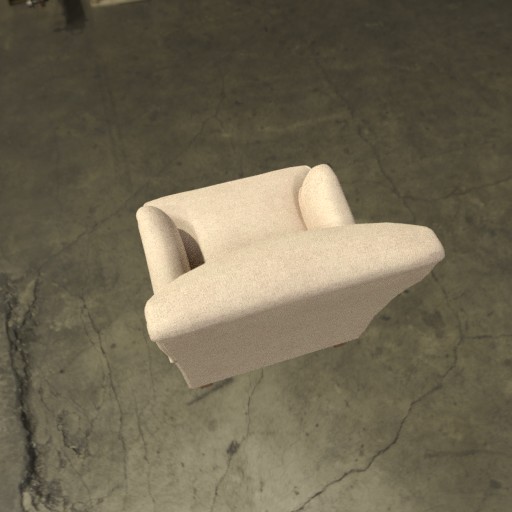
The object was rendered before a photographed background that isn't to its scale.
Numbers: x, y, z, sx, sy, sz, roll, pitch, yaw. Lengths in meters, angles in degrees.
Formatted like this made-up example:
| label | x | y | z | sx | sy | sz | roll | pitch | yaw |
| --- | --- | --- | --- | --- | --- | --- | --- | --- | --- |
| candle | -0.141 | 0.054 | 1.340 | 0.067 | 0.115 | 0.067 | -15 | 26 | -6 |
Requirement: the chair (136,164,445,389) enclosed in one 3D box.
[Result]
| label | x | y | z | sx | sy | sz | roll | pitch | yaw |
| --- | --- | --- | --- | --- | --- | --- | --- | --- | --- |
| chair | 0.000 | 0.000 | 1.866 | 0.879 | 1.119 | 0.953 | -15 | 59 | -9 |
